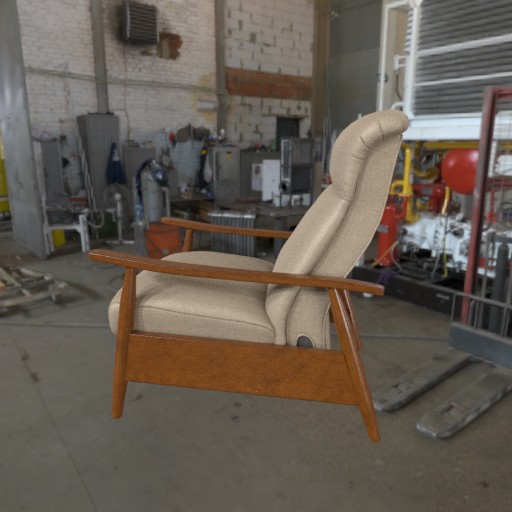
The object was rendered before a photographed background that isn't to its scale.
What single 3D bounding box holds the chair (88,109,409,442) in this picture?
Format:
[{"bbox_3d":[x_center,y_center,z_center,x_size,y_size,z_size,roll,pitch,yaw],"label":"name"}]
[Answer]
[{"bbox_3d":[0.000,0.000,1.784,1.032,1.082,0.762,2,14,8],"label":"chair"}]
